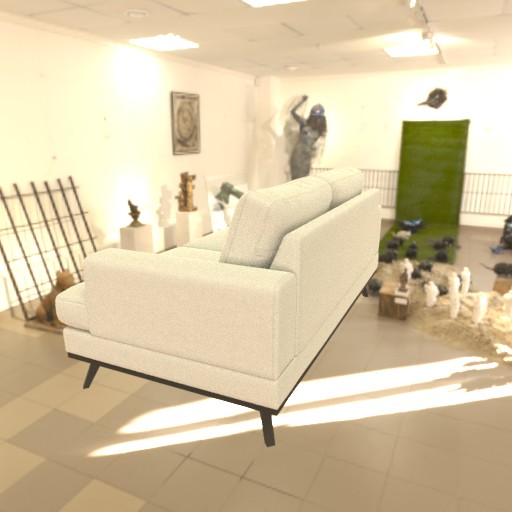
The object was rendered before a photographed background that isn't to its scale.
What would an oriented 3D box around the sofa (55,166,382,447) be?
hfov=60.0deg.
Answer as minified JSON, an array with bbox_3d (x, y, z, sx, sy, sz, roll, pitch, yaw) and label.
[{"bbox_3d":[0.000,0.000,2.177,0.920,0.810,1.650,7,17,24],"label":"sofa"}]
